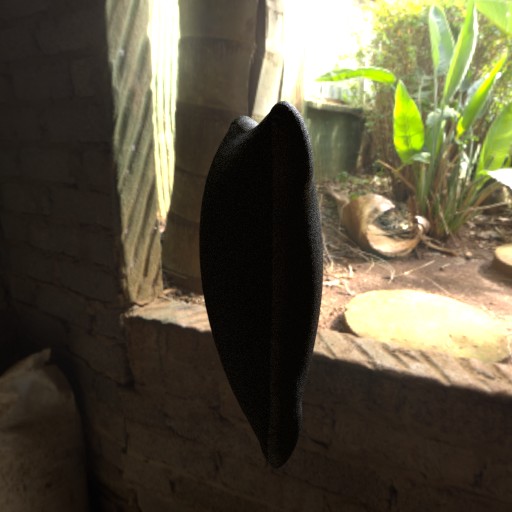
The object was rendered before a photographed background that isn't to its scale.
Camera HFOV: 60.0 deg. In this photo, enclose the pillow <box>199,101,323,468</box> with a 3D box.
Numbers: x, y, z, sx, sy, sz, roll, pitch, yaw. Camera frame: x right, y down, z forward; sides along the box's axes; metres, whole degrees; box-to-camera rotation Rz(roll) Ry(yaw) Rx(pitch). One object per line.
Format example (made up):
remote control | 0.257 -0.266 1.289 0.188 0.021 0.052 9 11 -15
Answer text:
pillow | 0.000 0.000 0.831 0.210 0.523 0.533 -3 16 -9
